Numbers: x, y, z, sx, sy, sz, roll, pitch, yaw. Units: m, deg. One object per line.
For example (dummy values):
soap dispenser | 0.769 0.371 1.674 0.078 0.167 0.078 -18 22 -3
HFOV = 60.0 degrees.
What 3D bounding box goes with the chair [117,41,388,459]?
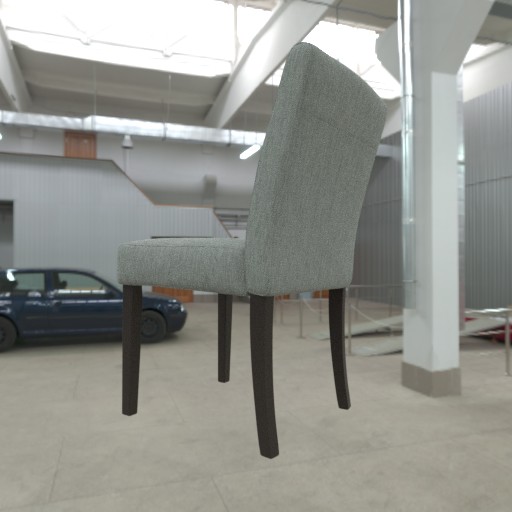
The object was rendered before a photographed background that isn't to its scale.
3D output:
chair | 0.000 0.000 1.236 0.629 0.884 0.487 0 -1 36
